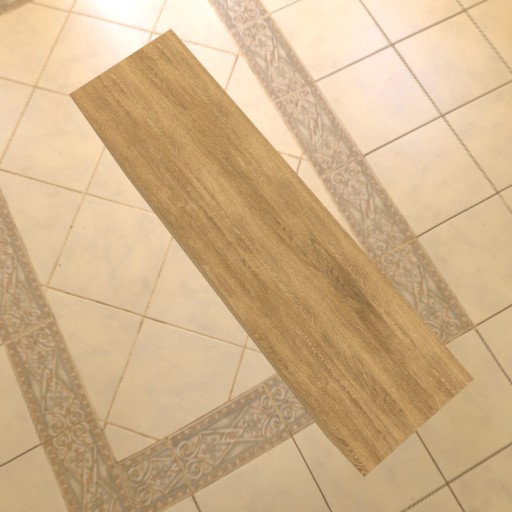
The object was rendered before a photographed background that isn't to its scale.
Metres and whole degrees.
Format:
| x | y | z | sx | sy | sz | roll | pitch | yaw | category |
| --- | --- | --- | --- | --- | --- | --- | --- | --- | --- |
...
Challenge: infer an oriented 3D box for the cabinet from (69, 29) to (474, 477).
| x | y | z | sx | sy | sz | roll | pitch | yaw | category |
| --- | --- | --- | --- | --- | --- | --- | --- | --- | --- |
| 0.000 | 0.000 | 1.897 | 0.450 | 0.870 | 1.600 | -37 | 79 | -8 | cabinet |
